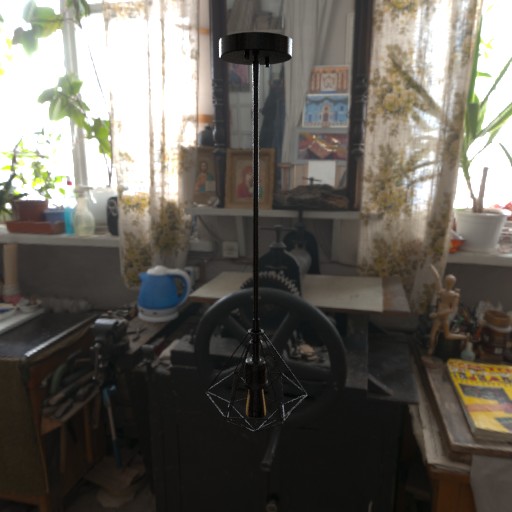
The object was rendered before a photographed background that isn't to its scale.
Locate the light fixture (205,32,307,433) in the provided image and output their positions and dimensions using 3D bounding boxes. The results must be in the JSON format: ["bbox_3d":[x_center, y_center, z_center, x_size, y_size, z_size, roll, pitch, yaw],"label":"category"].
[{"bbox_3d":[0.000,0.000,1.975,0.431,1.764,0.487,-6,14,-26],"label":"light fixture"}]
